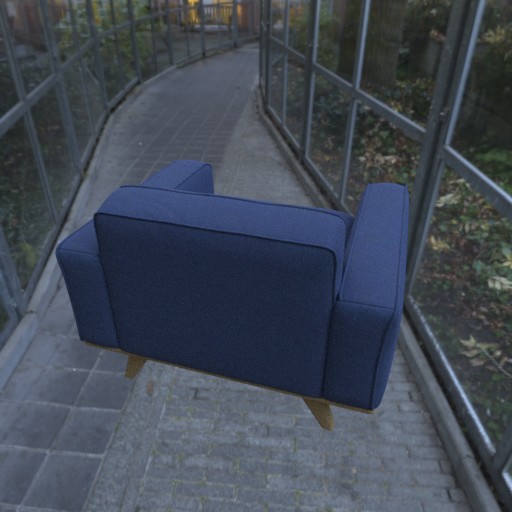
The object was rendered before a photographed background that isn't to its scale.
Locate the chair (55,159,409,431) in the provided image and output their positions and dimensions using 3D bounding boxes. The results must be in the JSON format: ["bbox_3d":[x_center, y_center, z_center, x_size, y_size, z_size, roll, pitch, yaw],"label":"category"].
[{"bbox_3d":[0.000,0.000,1.759,1.118,0.783,0.953,9,33,15],"label":"chair"}]
